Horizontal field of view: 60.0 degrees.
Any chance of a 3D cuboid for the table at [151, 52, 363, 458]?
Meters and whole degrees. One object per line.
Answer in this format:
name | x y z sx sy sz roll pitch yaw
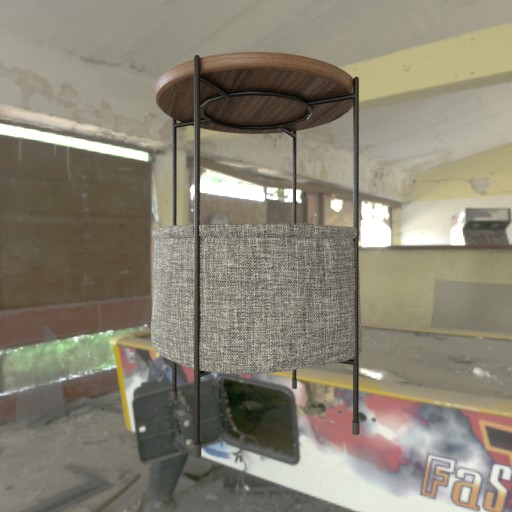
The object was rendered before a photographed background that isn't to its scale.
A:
table | 0.000 0.000 0.865 0.400 0.623 0.400 0 0 -18
